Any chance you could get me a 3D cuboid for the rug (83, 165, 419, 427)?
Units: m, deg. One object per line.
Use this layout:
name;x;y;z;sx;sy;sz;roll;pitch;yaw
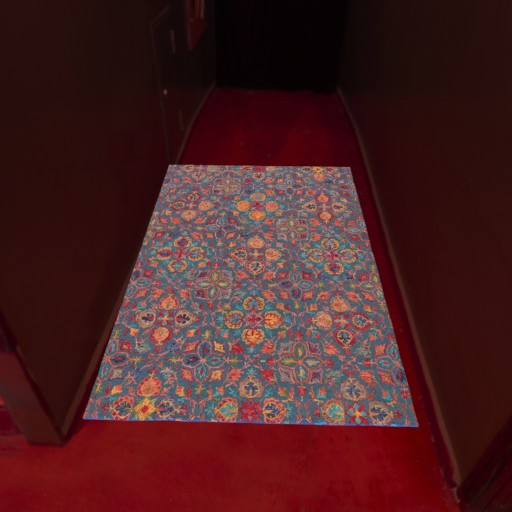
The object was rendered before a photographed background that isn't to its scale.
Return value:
rug;0.000;0.000;2.291;1.216;0.014;1.836;1;41;1
